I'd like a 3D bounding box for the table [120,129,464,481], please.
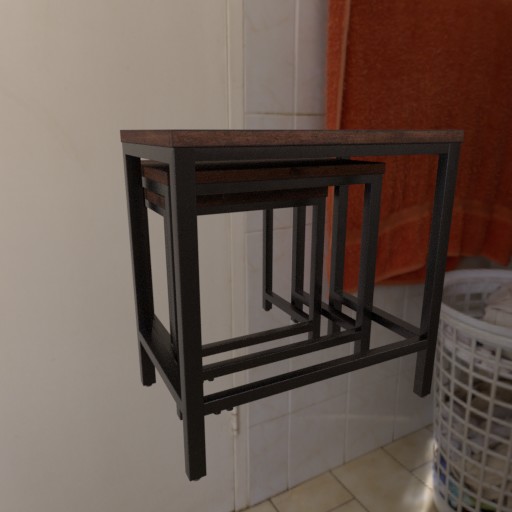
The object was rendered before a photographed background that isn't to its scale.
[{"bbox_3d":[0.000,0.000,1.126,0.608,0.616,0.660,-8,18,-26],"label":"table"}]
